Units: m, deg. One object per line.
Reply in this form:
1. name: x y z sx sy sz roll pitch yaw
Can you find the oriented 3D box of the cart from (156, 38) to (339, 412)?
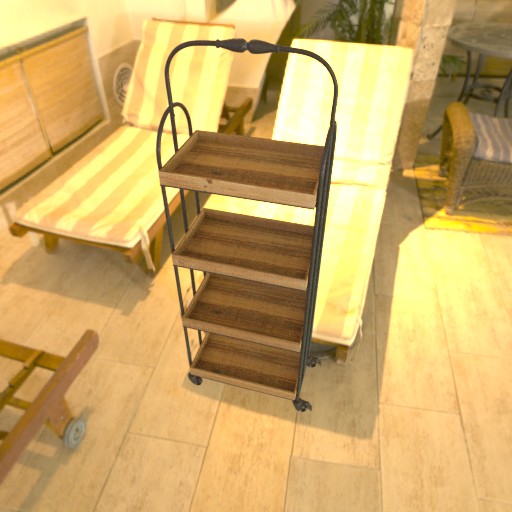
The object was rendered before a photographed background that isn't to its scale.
1. cart: 0.000 0.000 1.638 0.581 1.481 0.308 10 41 12
